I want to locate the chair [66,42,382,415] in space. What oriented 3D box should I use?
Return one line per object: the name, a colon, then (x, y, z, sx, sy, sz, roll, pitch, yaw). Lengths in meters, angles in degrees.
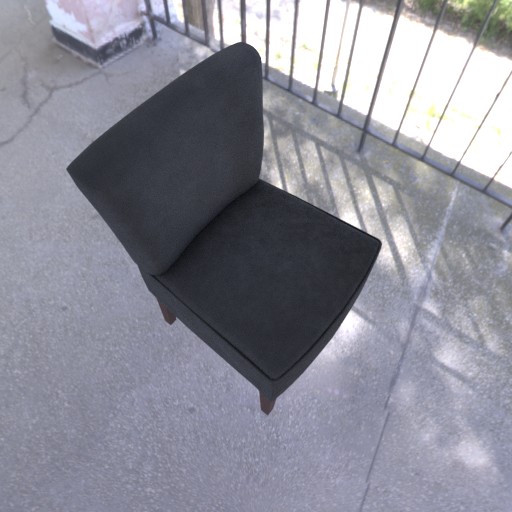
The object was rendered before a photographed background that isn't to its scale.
chair: (0.000, 0.000, 1.194, 0.554, 0.806, 0.521, 34, 64, 19)
